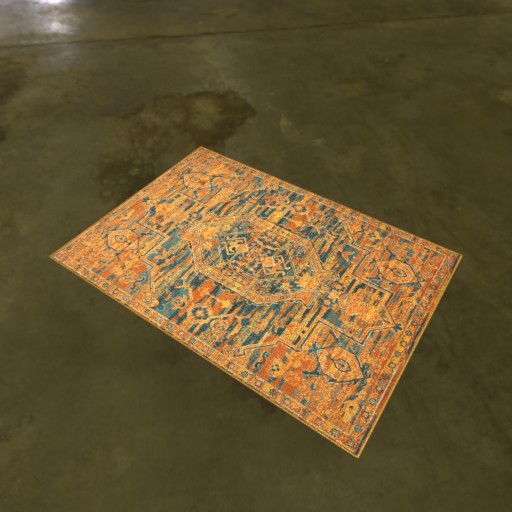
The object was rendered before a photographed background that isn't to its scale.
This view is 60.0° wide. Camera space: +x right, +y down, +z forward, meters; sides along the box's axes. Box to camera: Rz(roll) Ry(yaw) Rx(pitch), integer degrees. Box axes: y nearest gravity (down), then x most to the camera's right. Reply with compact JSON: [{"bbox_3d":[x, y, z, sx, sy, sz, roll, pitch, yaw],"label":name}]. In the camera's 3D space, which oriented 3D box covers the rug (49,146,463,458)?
[{"bbox_3d":[0.000,0.000,3.807,2.916,0.019,2.043,27,53,23],"label":"rug"}]
